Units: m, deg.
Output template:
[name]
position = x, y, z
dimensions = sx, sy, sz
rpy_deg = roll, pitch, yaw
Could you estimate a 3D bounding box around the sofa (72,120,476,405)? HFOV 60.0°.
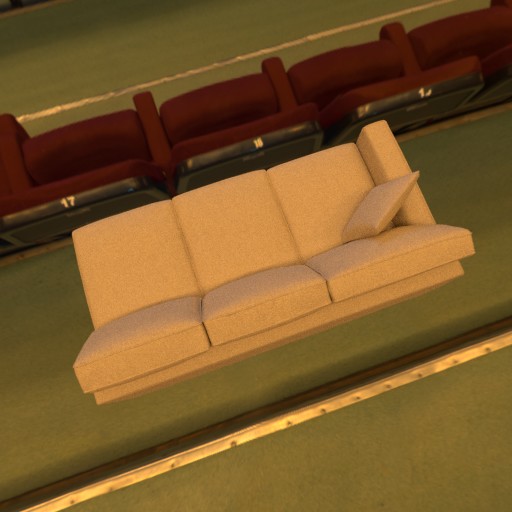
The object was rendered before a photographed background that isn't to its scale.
[sofa]
position = 0.000, 0.000, 2.546
dimensions = 1.962, 0.946, 1.034
rpy_deg = -19, 75, -5
